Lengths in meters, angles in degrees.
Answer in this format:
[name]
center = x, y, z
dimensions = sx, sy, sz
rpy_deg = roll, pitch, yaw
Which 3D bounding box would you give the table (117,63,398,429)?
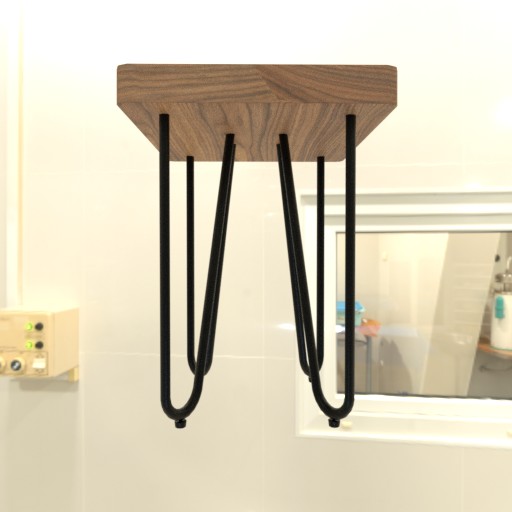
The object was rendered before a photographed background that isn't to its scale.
[table]
center = 0.000, 0.000, 0.976
dimensions = 0.479, 0.641, 0.480
rpy_deg = 0, 0, -1
